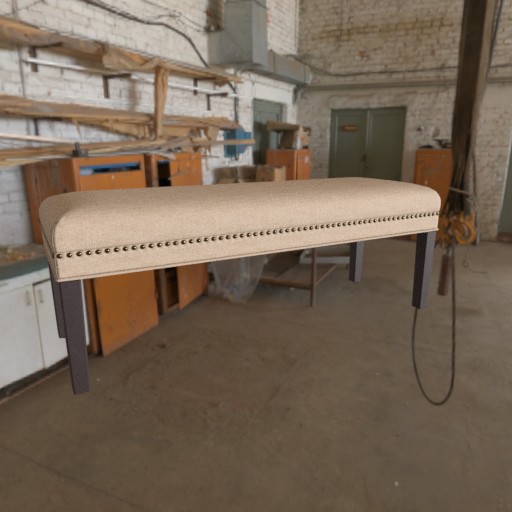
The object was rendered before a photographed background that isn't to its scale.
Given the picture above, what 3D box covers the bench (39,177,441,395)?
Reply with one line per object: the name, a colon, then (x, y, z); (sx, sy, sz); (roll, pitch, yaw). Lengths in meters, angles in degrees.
bench: (0.000, 0.000, 1.439); (1.219, 0.457, 0.410); (-8, 17, -27)
